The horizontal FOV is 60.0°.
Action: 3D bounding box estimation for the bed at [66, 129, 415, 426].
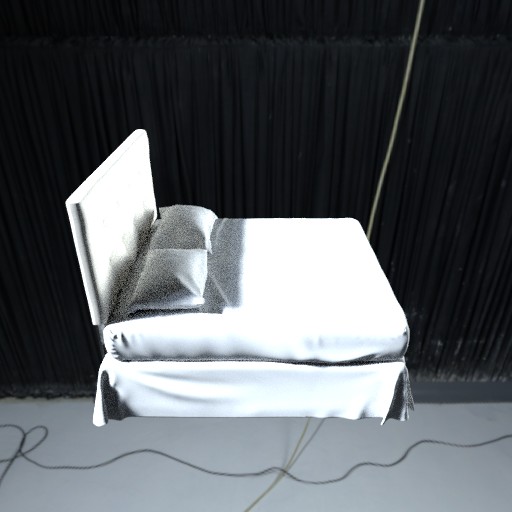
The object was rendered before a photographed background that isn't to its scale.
[{"bbox_3d":[0.000,0.000,3.457,2.222,1.577,1.936,0,29,0],"label":"bed"}]
